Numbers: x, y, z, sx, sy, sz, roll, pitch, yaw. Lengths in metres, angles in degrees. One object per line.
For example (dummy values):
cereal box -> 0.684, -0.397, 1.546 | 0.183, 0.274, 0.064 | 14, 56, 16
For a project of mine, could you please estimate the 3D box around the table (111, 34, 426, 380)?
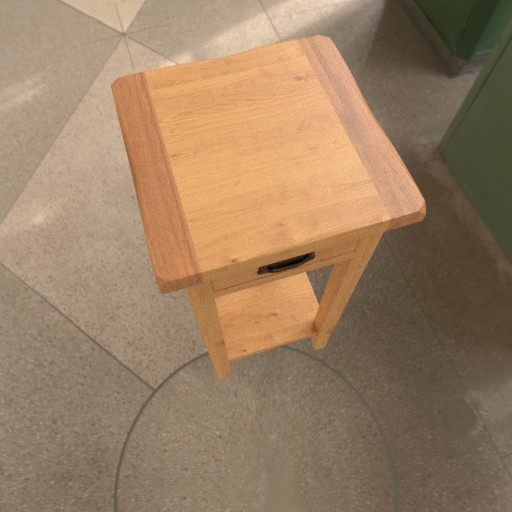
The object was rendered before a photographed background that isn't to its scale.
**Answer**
table -> 0.000, 0.000, 0.957 | 0.360, 0.740, 0.360 | -16, 64, -8
